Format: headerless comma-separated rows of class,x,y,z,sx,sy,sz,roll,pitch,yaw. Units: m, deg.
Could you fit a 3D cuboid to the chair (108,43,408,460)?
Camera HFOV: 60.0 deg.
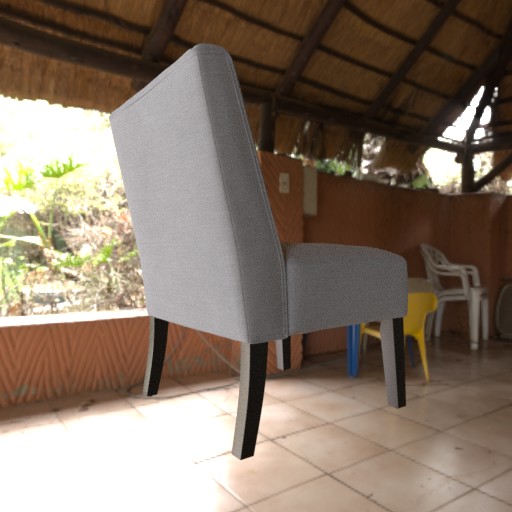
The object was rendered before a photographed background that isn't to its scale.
chair,0.000,0.000,1.267,0.676,0.853,0.569,0,0,-36
